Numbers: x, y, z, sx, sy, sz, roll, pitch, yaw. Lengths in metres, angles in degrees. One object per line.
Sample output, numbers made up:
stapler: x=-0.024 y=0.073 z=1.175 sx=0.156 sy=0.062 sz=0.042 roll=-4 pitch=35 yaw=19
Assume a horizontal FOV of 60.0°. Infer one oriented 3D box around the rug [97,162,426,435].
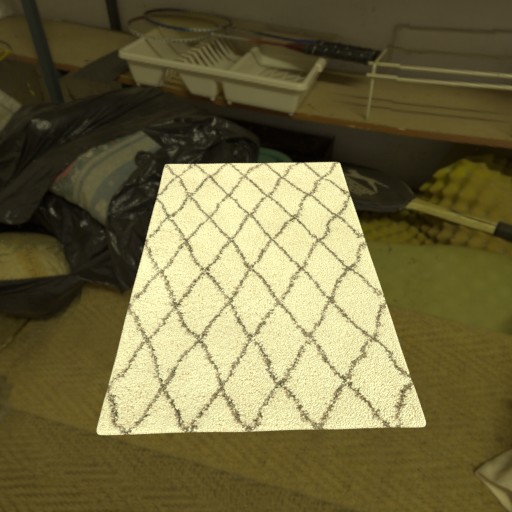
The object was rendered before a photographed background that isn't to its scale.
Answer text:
rug: x=0.000 y=0.000 z=2.953 sx=1.524 sy=0.030 sz=2.438 roll=-1 pitch=41 yaw=-1
